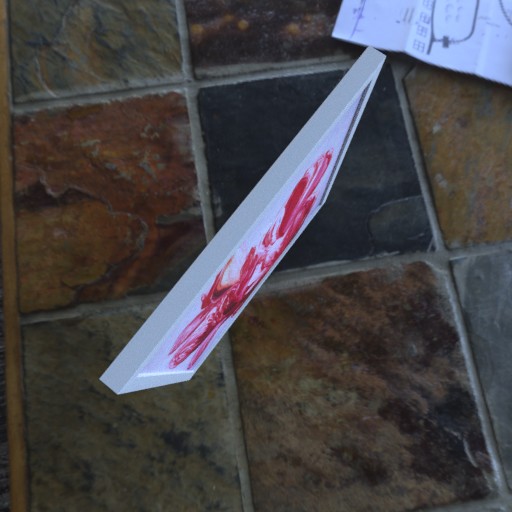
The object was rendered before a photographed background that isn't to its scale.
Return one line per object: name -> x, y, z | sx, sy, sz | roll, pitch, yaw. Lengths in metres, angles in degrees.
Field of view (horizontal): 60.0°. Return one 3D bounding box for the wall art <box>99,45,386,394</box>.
wall art -> 0.000, 0.000, 0.674 | 0.023, 0.453, 0.455 | 36, 79, 8
